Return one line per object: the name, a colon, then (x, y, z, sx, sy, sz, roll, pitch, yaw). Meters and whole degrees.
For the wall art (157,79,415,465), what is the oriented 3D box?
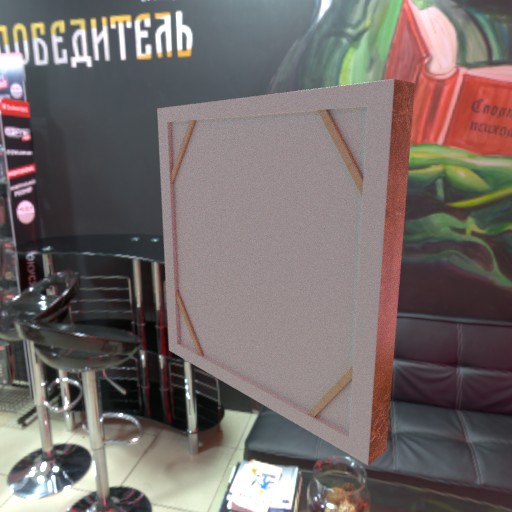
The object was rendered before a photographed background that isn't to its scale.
wall art: (0.000, 0.000, 0.605, 0.038, 0.407, 0.405, -12, 18, -42)
